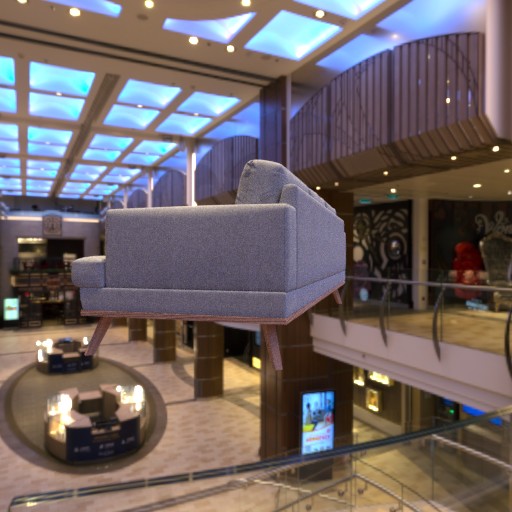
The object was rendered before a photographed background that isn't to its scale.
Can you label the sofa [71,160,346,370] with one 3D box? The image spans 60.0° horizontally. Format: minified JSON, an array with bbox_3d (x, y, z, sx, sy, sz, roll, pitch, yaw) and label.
[{"bbox_3d":[0.000,0.000,2.786,0.920,0.810,2.310,0,0,16],"label":"sofa"}]
